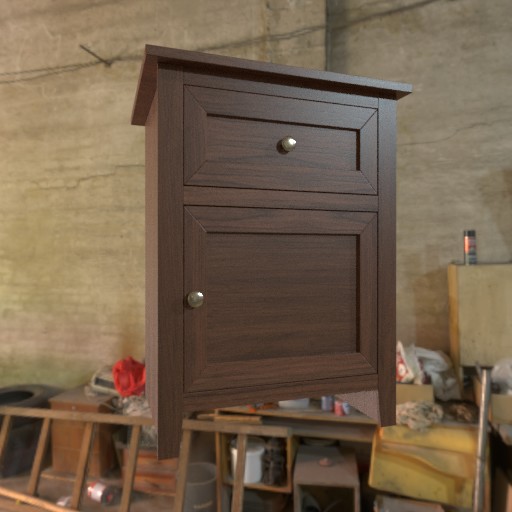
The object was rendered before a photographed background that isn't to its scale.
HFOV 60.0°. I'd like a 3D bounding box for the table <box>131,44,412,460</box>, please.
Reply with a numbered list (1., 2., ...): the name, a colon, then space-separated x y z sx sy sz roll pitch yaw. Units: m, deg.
1. table: 0.000 0.000 0.921 0.480 0.636 0.381 0 0 -19
